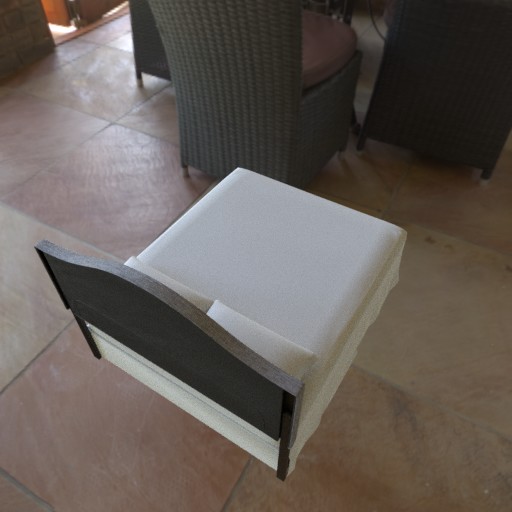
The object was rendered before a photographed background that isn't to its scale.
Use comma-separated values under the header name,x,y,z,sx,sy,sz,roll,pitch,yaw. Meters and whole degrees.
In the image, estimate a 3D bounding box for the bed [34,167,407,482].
name,x,y,z,sx,sy,sz,roll,pitch,yaw
bed,0.000,0.000,2.907,1.610,1.295,1.870,25,51,22
